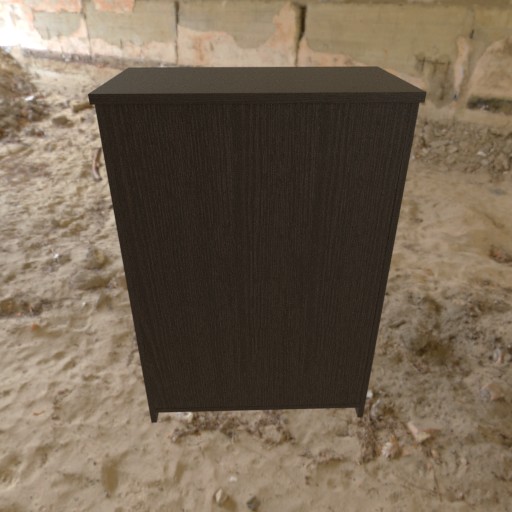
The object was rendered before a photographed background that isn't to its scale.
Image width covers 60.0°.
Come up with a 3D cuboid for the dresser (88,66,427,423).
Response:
[{"bbox_3d":[0.000,0.000,1.350,0.704,1.020,0.399,-1,31,-2],"label":"dresser"}]
